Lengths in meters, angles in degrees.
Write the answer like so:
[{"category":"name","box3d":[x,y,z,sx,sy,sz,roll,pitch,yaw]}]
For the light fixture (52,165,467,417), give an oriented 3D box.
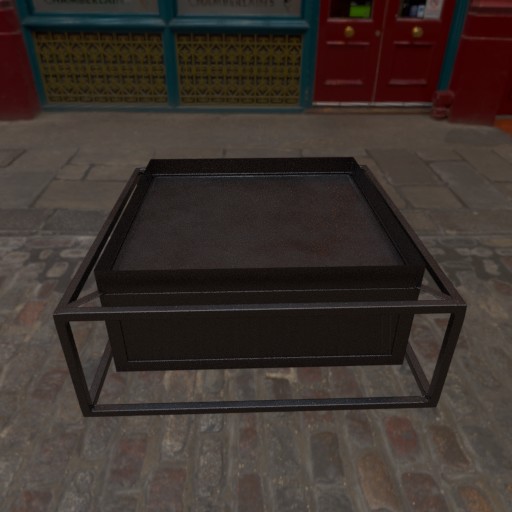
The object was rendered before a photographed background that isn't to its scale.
[{"category":"light fixture","box3d":[0.000,0.000,0.692,0.441,0.191,0.441,-1,31,-2]}]
